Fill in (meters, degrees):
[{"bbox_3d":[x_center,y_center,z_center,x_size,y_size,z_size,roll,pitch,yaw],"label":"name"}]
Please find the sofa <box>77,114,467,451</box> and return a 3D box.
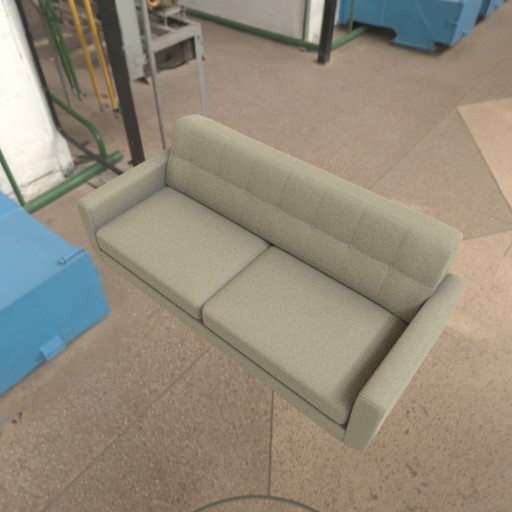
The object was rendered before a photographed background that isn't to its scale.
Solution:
[{"bbox_3d":[0.000,0.000,2.639,2.137,0.892,0.980,31,53,26],"label":"sofa"}]
